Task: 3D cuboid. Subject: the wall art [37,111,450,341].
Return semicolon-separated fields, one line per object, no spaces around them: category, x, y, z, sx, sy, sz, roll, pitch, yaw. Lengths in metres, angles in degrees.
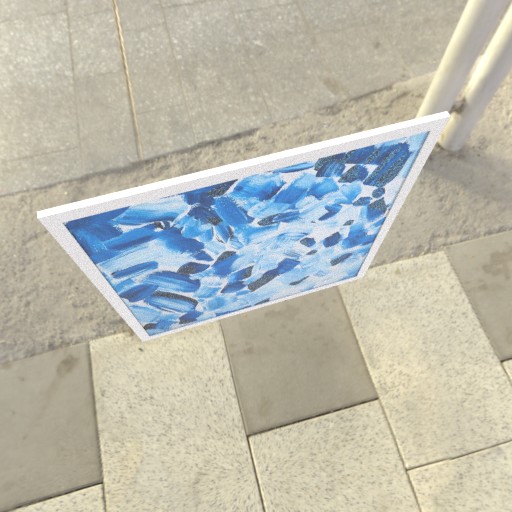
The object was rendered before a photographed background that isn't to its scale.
wall art;0.000;0.000;1.204;0.812;0.812;0.015;-15;65;-7
